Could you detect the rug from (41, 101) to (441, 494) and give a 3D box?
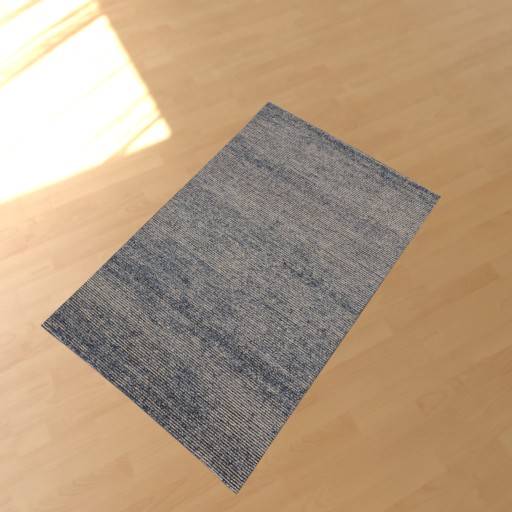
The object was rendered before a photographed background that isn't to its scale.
[{"bbox_3d":[0.000,0.000,2.226,1.159,0.025,1.793,34,68,16],"label":"rug"}]
